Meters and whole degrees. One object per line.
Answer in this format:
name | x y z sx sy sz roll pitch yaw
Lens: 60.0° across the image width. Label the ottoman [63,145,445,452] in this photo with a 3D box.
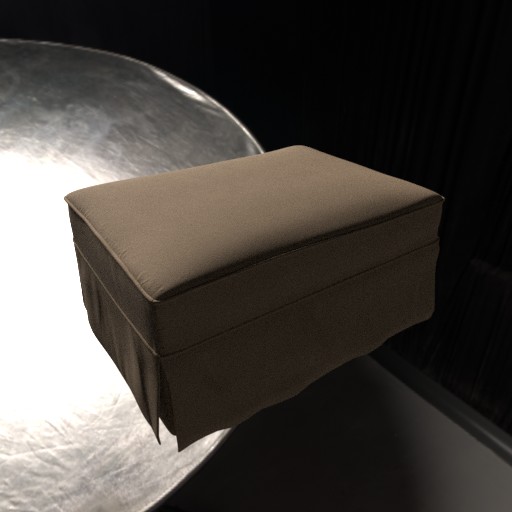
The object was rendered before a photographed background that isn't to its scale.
ottoman | 0.000 0.000 1.353 0.959 0.482 0.721 -19 35 -30
